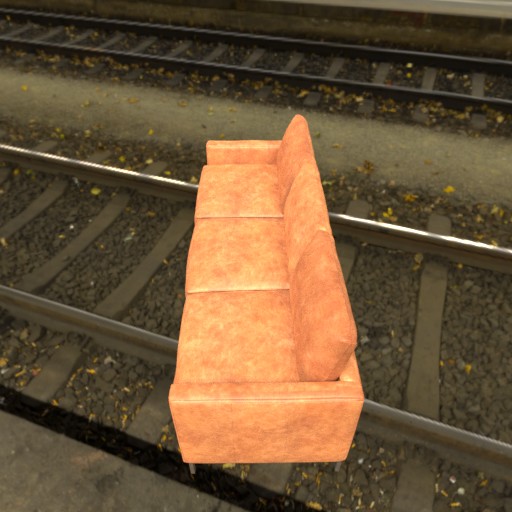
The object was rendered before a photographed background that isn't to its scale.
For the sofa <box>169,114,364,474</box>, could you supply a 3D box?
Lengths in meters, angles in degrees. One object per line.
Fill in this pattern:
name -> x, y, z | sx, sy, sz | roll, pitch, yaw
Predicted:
sofa -> 0.000, 0.000, 2.431 | 0.748, 0.863, 2.029 | -1, 41, -1
